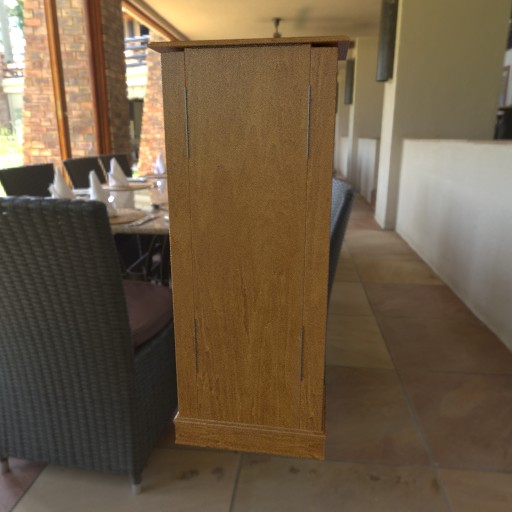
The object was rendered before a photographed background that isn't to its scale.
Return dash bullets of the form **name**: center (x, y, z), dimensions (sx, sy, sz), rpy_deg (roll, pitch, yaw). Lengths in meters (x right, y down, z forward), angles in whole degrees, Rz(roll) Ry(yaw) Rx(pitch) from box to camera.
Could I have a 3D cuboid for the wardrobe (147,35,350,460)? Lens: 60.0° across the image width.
- **wardrobe**: center (0.000, 0.000, 1.126), dimensions (0.406, 0.959, 0.273), rpy_deg (2, 15, 9)
